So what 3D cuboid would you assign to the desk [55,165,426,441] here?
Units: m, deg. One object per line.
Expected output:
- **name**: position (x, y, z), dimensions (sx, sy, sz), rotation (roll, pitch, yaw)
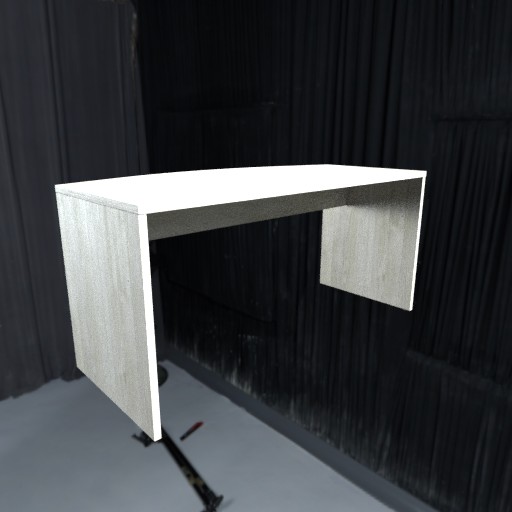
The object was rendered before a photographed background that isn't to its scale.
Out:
- **desk**: position (0.000, 0.000, 2.103), dimensions (1.600, 0.752, 0.802), rotation (-14, 21, -41)
